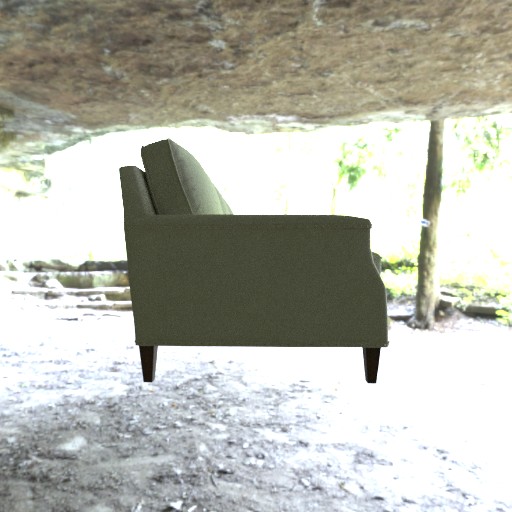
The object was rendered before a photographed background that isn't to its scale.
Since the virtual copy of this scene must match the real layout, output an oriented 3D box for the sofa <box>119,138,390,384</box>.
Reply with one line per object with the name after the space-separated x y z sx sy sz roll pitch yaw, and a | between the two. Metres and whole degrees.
0.000 0.000 2.818 1.084 1.003 2.246 0 0 1 | sofa
